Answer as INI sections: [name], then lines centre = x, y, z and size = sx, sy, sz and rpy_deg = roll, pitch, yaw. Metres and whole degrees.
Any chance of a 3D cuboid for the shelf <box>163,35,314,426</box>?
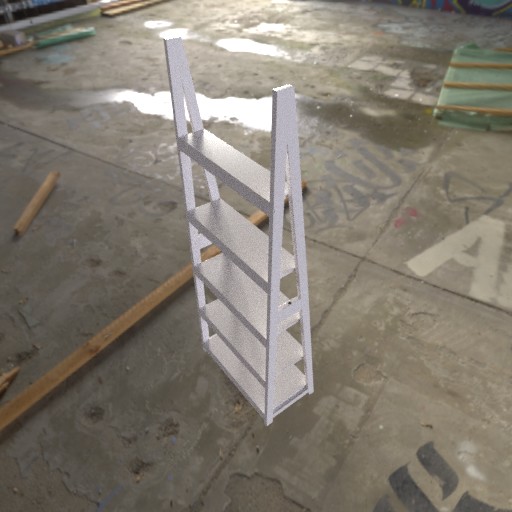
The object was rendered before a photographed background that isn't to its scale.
[shelf]
centre = 0.000, 0.000, 2.036
size = 0.341, 1.779, 0.636
rpy_deg = -27, 48, -27
